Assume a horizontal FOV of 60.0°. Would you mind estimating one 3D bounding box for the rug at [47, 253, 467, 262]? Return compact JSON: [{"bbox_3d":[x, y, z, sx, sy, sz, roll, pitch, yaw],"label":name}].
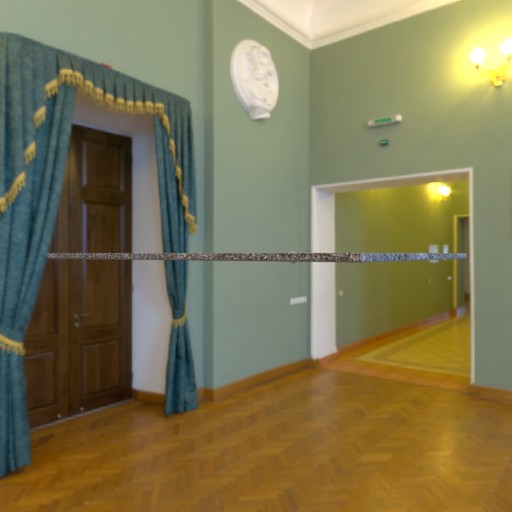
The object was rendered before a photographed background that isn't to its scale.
[{"bbox_3d":[0.000,0.000,2.106,1.601,0.025,1.198,0,0,37],"label":"rug"}]
